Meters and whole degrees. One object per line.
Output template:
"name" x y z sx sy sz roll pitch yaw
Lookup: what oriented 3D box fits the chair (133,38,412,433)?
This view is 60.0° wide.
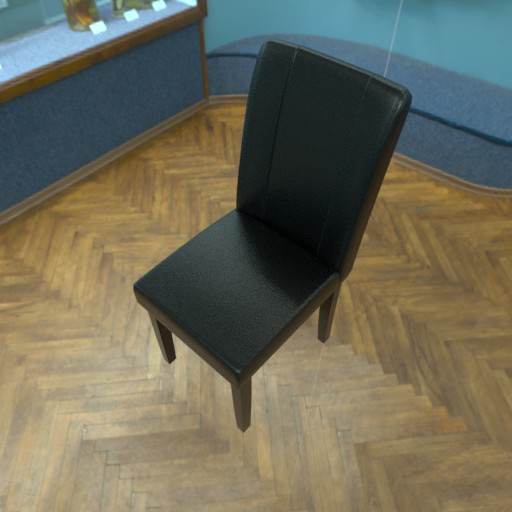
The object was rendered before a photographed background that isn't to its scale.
"chair" 0.000 0.000 1.196 0.399 0.897 0.556 34 57 26
